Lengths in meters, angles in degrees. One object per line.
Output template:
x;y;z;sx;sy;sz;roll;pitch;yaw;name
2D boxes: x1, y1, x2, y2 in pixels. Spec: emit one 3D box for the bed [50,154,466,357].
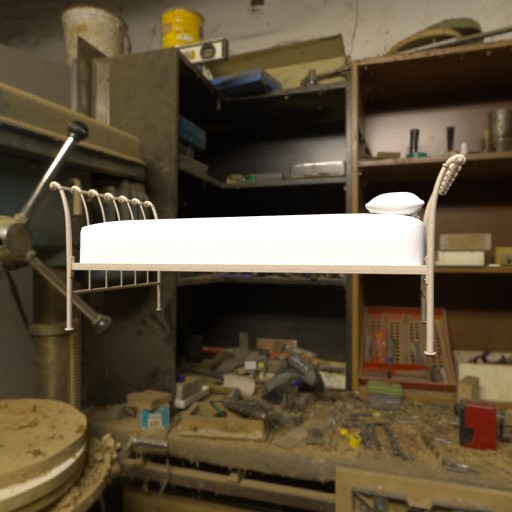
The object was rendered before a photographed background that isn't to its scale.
0.000;0.000;2.713;2.228;0.873;1.032;0;0;19;bed
